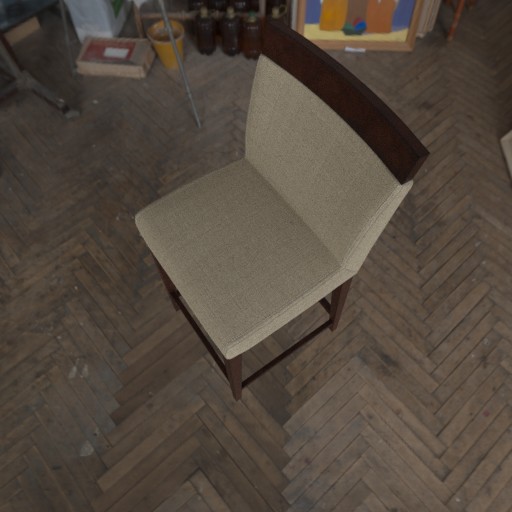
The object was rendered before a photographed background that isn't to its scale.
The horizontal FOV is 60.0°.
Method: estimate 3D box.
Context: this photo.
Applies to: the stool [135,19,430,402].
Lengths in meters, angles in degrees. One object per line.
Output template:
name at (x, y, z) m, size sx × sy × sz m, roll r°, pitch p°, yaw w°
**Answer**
stool at (0.000, 0.000, 1.241) m, size 0.480 × 1.011 × 0.463 m, roll -32°, pitch 67°, yaw -16°
